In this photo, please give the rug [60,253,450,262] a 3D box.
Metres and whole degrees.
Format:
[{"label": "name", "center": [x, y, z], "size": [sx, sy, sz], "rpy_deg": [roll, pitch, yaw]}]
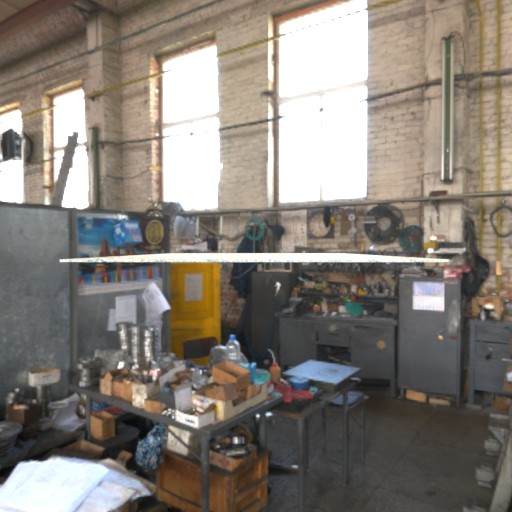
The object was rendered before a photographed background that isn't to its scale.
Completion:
[{"label": "rug", "center": [0.000, 0.000, 2.331], "size": [1.260, 0.009, 1.820], "rpy_deg": [0, 1, 0]}]
